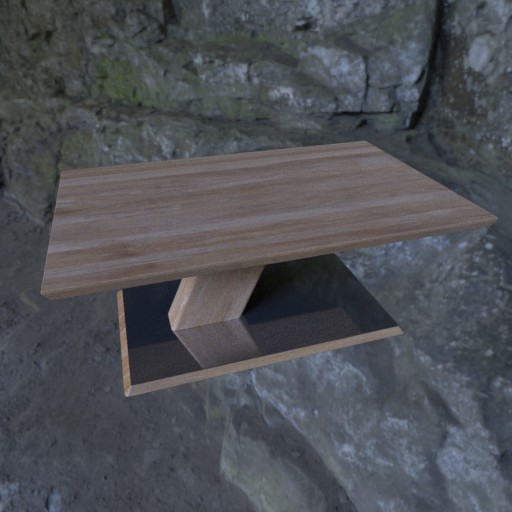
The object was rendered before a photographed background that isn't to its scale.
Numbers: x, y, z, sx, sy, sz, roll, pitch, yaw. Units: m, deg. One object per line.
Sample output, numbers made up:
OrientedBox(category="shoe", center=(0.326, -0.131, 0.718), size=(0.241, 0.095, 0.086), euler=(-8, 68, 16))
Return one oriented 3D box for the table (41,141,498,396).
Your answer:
OrientedBox(category="table", center=(0.000, 0.000, 1.406), size=(1.100, 0.441, 0.692), euler=(-9, 33, -15))
